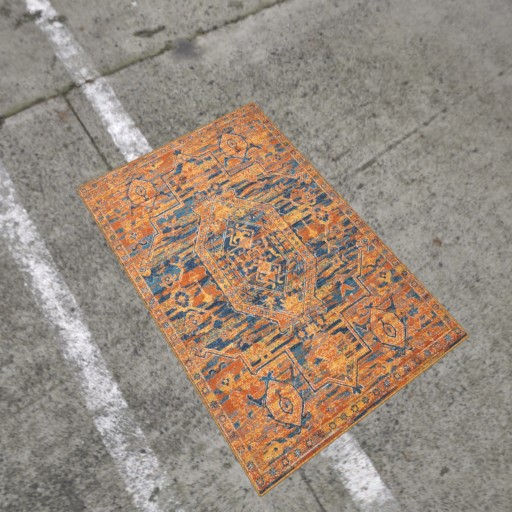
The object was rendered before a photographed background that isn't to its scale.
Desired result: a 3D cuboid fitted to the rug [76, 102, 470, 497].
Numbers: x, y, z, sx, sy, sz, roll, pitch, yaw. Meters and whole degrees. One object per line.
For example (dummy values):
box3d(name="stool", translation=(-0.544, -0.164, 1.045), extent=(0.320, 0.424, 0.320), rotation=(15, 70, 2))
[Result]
box3d(name="rug", translation=(0.000, 0.000, 2.189), extent=(1.148, 0.013, 1.758), rotation=(-31, 67, -15))
